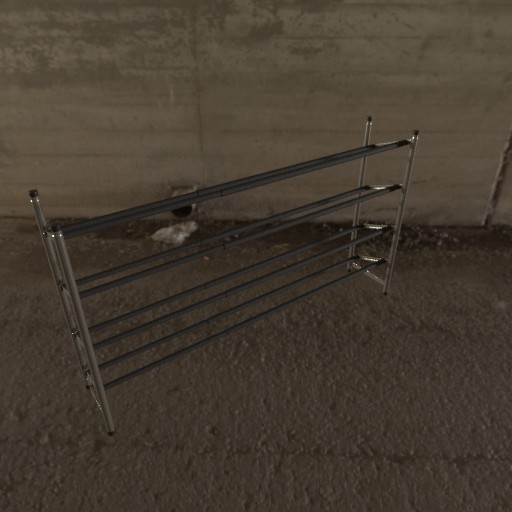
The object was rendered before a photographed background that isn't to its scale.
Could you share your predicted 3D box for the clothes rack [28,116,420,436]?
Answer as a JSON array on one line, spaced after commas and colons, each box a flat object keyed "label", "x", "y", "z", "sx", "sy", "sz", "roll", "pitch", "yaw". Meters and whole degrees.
[{"label": "clothes rack", "x": 0.000, "y": 0.000, "z": 1.432, "sx": 1.168, "sy": 0.672, "sz": 0.229, "roll": -20, "pitch": 37, "yaw": -29}]
